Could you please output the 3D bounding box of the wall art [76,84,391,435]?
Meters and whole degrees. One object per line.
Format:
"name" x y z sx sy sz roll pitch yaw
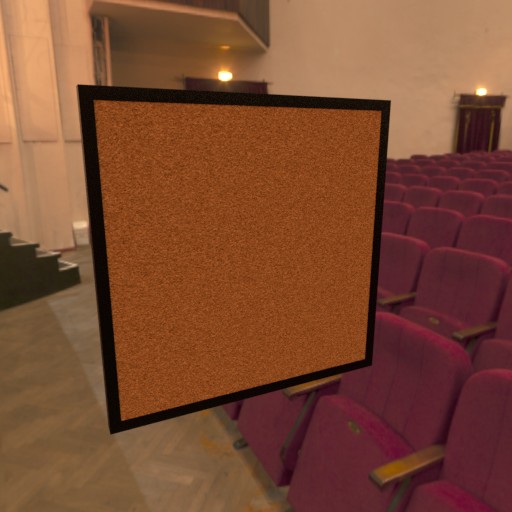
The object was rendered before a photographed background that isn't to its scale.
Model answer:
"wall art" 0.000 0.000 1.096 0.756 0.755 0.036 -7 16 -25
